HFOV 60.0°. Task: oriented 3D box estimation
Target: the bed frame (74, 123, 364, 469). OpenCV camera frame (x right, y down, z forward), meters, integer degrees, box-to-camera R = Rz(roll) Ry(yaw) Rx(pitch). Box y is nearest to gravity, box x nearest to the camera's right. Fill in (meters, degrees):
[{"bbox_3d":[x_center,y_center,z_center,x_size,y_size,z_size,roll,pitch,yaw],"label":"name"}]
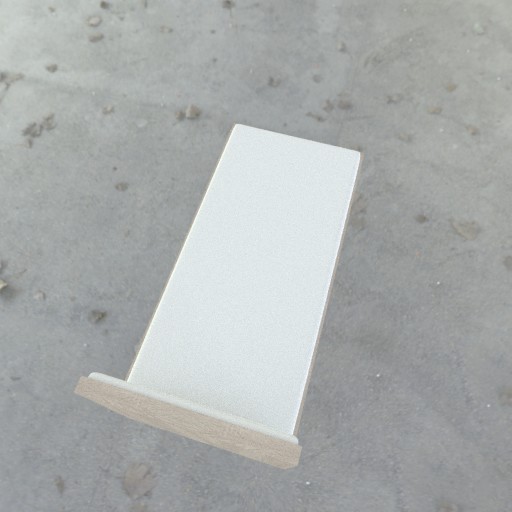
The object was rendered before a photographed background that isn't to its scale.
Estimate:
[{"bbox_3d":[0.000,0.000,2.705,0.990,0.920,2.140,15,64,7],"label":"bed frame"}]
